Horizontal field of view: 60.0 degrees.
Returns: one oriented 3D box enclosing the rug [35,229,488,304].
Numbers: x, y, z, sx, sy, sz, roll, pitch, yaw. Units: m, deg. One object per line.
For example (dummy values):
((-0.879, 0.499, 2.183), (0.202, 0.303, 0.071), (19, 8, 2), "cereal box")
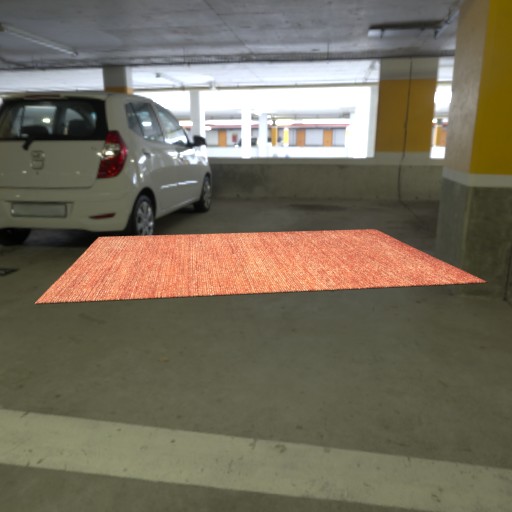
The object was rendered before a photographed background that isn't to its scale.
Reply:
((0.000, 0.000, 2.232), (1.747, 0.011, 1.139), (-2, 15, -8), "rug")
